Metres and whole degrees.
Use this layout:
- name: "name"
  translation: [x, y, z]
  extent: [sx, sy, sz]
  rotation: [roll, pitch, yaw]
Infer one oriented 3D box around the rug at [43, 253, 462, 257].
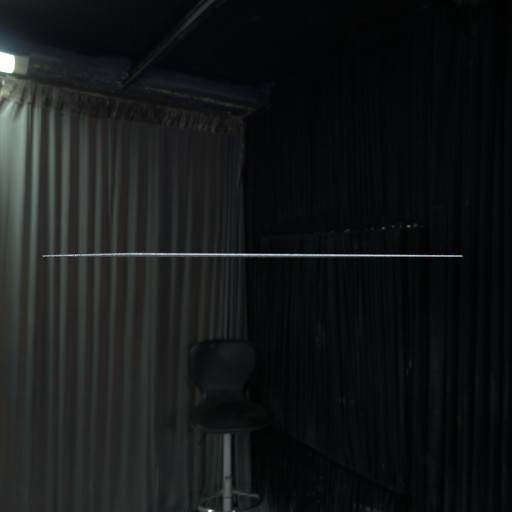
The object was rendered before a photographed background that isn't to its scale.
- name: "rug"
  translation: [0.000, 0.000, 3.704]
  extent: [2.895, 0.006, 1.982]
  rotation: [0, 0, -36]
